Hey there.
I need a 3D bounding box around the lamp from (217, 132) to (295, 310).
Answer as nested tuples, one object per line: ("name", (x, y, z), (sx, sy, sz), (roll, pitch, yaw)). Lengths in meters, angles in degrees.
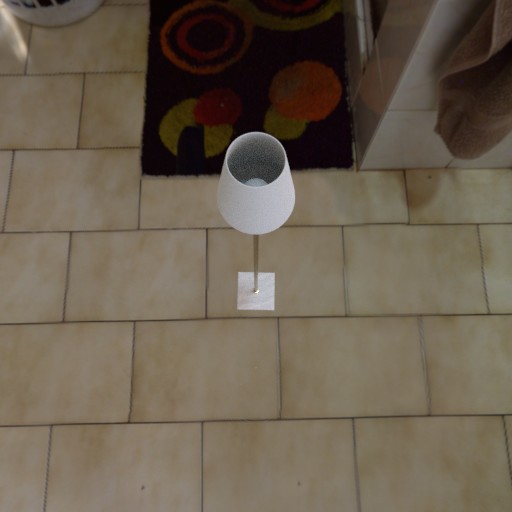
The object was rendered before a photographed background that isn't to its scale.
("lamp", (0.000, 0.000, 1.895), (0.229, 1.813, 0.232), (1, 76, 0))
